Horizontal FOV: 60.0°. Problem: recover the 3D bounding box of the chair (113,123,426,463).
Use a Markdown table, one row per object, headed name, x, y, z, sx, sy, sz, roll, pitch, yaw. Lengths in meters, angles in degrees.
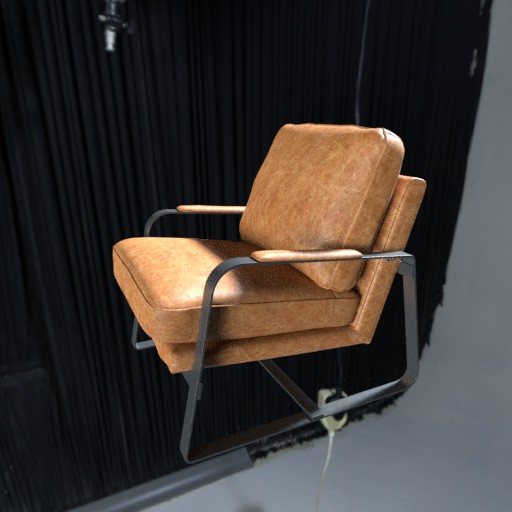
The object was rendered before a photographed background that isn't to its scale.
| name | x | y | z | sx | sy | sz | roll | pitch | yaw |
| --- | --- | --- | --- | --- | --- | --- | --- | --- | --- |
| chair | 0.000 | 0.000 | 1.371 | 0.801 | 0.777 | 0.651 | -8 | 20 | -25 |
